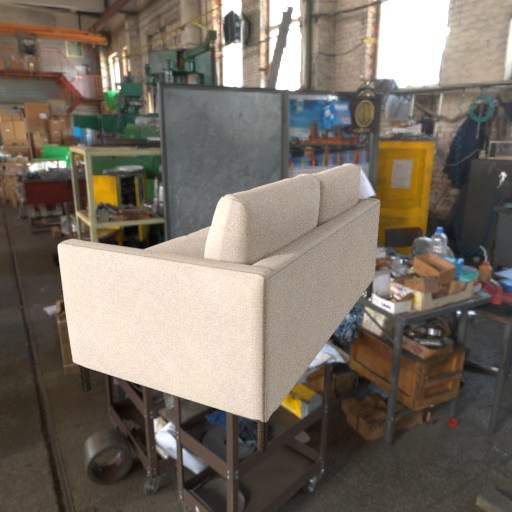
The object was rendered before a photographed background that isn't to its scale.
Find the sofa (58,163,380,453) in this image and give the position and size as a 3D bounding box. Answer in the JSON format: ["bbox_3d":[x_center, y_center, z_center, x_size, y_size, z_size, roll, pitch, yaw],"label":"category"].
[{"bbox_3d":[0.000,0.000,2.213,0.875,0.840,1.682,8,17,25],"label":"sofa"}]
